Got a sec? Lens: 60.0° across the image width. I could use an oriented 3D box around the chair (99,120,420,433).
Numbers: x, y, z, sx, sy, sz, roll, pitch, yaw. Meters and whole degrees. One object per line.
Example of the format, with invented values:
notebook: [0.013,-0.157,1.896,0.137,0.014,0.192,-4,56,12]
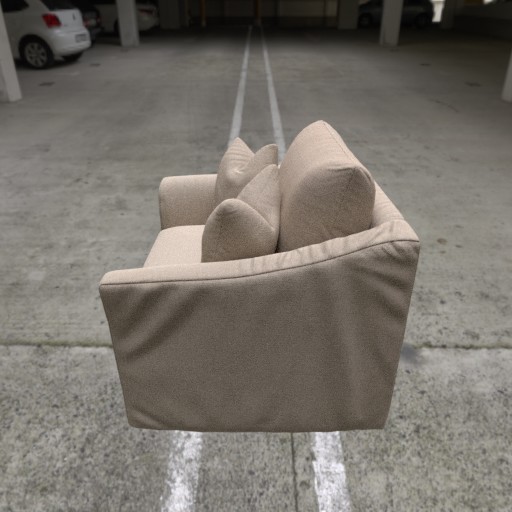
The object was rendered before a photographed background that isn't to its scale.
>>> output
chair: [0.000,0.000,2.067,1.071,1.093,1.194,0,27,0]
